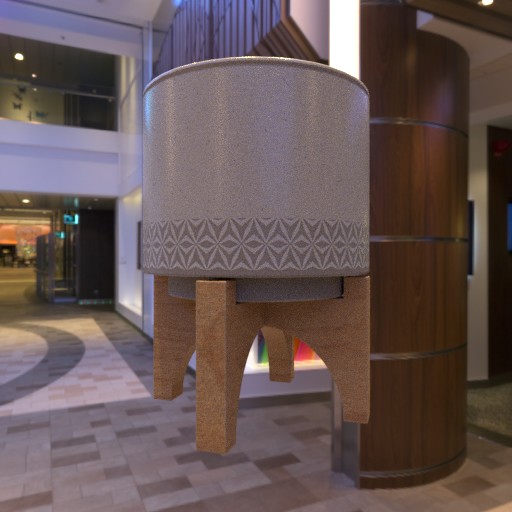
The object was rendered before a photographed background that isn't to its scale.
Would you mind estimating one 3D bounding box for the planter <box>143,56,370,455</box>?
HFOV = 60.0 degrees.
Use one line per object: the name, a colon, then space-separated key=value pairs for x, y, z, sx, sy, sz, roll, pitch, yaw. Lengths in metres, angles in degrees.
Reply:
planter: x=0.000 y=0.000 z=0.262 sx=0.130 sy=0.178 sz=0.130 roll=0 pitch=0 yaw=0
